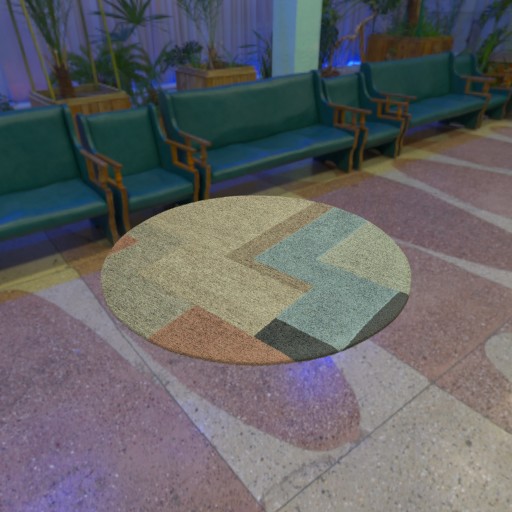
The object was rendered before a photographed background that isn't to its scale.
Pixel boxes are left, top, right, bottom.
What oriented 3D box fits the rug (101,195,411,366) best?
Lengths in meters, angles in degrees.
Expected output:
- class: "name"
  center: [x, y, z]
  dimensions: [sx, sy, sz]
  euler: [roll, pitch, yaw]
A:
- class: "rug"
  center: [0.000, 0.000, 3.655]
  dimensions: [2.461, 0.033, 2.461]
  euler: [0, 31, 0]
